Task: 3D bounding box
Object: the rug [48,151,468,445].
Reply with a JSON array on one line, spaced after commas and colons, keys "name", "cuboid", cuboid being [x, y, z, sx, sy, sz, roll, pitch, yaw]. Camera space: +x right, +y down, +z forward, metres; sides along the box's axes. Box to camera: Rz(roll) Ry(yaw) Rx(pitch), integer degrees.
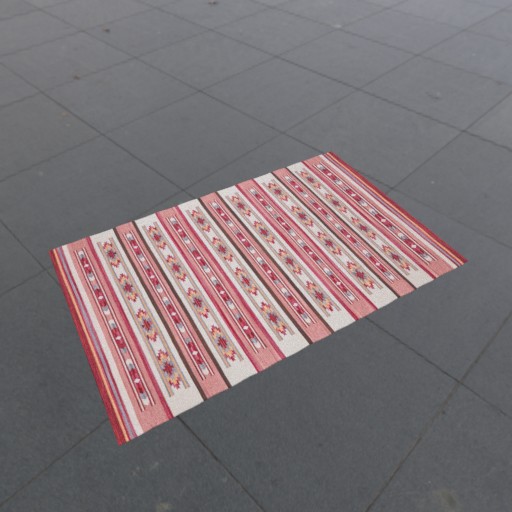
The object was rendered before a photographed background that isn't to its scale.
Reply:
[{"name": "rug", "cuboid": [0.000, 0.000, 3.028, 2.431, 0.010, 1.535, -23, 51, -20]}]
